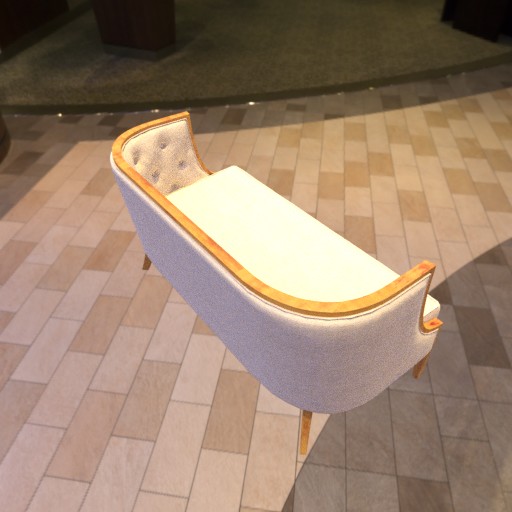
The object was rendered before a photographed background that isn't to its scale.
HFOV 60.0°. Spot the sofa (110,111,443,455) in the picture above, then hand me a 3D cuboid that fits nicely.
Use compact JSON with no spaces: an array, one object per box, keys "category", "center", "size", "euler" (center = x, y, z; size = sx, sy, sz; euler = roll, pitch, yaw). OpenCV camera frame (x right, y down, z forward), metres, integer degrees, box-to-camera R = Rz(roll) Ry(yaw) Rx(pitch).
[{"category":"sofa","center":[0.000,0.000,1.949],"size":[0.770,0.775,1.474],"euler":[-27,47,-28]}]
